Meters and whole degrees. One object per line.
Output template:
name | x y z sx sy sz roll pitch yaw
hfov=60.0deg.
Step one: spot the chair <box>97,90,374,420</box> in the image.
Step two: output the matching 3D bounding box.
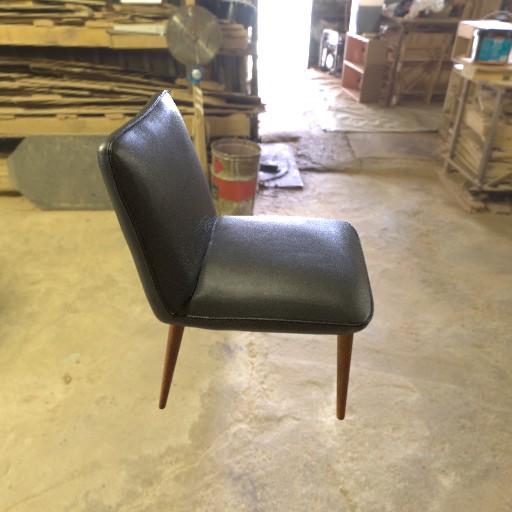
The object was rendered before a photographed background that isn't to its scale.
chair | 0.000 0.000 1.255 0.645 0.801 0.543 0 33 0
